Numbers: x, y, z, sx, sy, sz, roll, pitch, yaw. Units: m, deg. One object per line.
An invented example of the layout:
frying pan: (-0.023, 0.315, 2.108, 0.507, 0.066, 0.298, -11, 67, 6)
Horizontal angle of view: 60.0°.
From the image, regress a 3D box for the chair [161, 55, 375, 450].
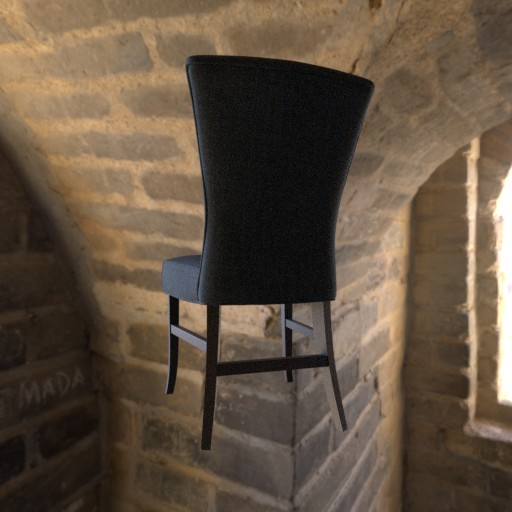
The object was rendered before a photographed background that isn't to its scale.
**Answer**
chair: (0.000, 0.000, 1.384, 0.520, 0.991, 0.660, 0, 0, -18)
